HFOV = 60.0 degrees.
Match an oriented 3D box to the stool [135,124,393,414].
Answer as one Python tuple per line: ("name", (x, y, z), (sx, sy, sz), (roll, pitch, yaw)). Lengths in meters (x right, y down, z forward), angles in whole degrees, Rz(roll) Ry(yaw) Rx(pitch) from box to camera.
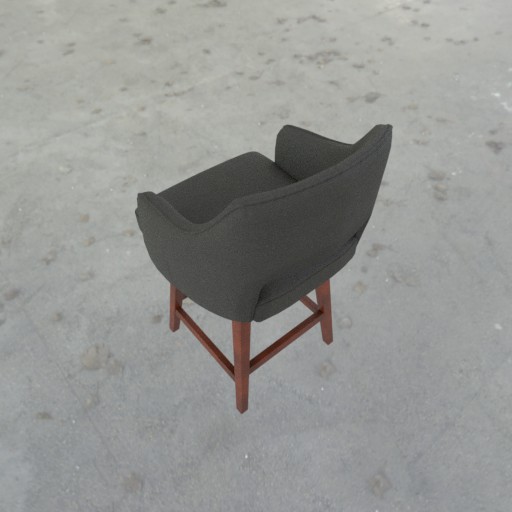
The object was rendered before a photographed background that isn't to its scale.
("stool", (0.000, 0.000, 1.298), (0.548, 0.912, 0.558), (-31, 54, -26))
